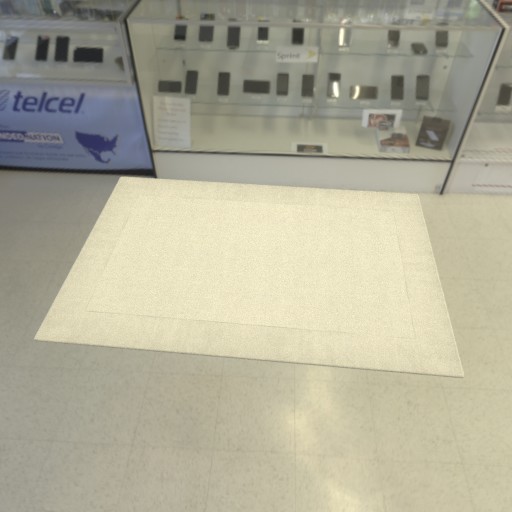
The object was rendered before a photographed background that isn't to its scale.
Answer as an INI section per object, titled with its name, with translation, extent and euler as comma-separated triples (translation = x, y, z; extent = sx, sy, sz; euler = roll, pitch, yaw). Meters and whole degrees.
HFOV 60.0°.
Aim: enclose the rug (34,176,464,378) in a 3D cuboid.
[rug]
translation = 0.000, 0.000, 2.293
extent = 1.829, 0.013, 1.219
euler = 4, 46, 4
